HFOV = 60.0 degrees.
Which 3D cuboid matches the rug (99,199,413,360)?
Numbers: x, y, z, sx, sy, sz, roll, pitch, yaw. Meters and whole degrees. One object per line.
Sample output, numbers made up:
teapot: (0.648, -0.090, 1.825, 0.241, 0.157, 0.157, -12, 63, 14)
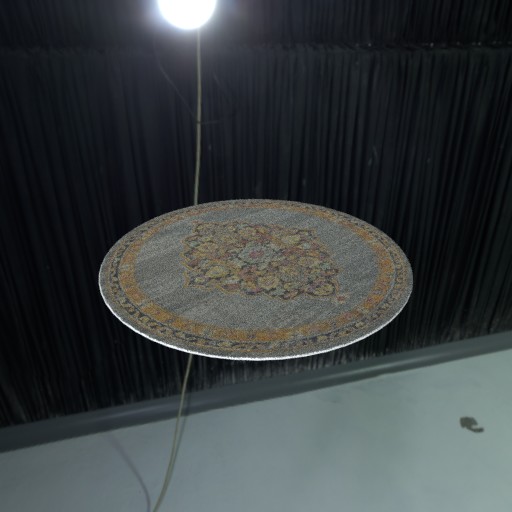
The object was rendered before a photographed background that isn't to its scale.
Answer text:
rug: (0.000, 0.000, 2.360, 1.598, 0.010, 1.598, 0, 29, 0)
